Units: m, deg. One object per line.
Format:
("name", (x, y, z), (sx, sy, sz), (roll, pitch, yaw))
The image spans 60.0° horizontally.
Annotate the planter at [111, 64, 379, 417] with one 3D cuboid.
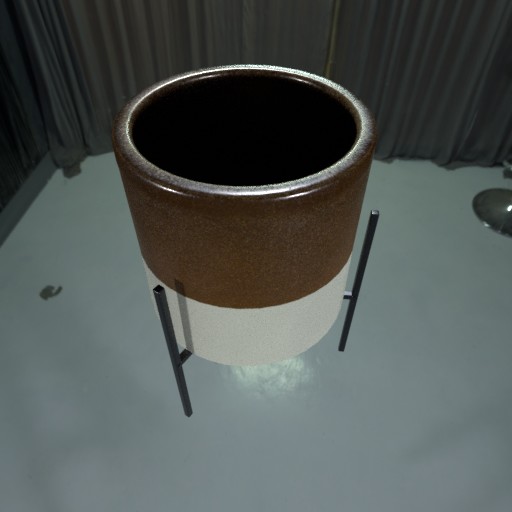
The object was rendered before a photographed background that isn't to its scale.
("planter", (0.000, 0.000, 0.549), (0.269, 0.375, 0.255), (3, 46, 3))
